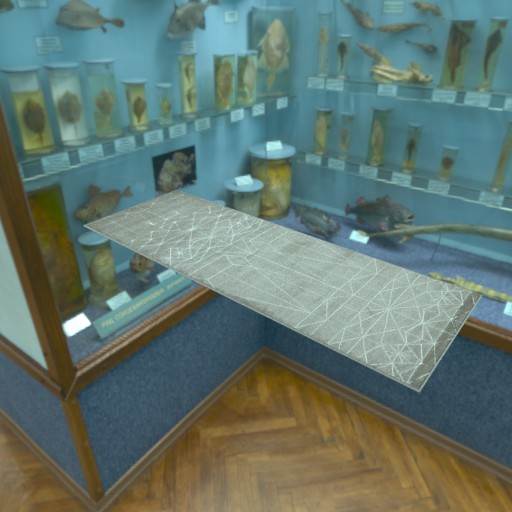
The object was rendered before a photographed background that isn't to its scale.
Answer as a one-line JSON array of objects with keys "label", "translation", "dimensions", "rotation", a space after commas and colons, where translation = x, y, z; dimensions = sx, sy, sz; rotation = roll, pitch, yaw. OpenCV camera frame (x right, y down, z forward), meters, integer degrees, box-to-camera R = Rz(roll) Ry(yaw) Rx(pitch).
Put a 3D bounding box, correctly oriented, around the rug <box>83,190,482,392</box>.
[{"label": "rug", "translation": [0.000, 0.000, 2.712], "dimensions": [2.388, 0.012, 0.864], "rotation": [22, 37, 33]}]
